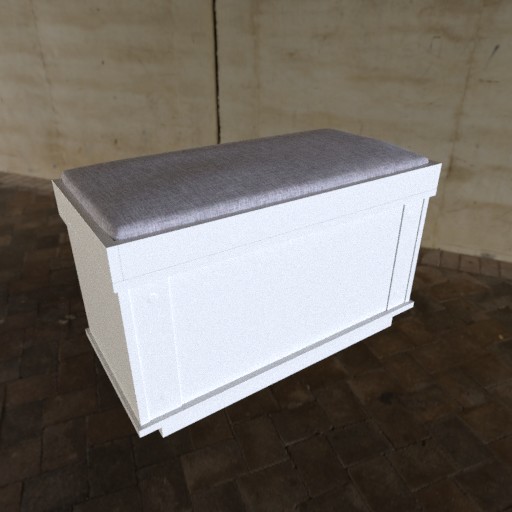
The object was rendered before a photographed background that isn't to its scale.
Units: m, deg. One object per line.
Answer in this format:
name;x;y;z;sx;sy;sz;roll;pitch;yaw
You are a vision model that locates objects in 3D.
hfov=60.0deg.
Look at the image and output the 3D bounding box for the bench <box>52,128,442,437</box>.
bench;0.000;0.000;1.016;0.734;0.461;0.362;-17;33;-29
